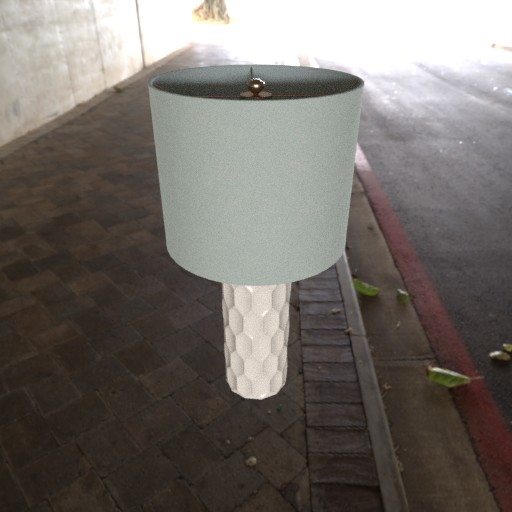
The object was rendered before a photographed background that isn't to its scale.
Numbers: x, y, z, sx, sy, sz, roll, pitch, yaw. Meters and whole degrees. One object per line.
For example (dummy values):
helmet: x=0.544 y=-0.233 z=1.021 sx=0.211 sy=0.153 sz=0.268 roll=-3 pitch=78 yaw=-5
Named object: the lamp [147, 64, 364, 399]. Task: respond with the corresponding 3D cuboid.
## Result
lamp: x=0.000 y=0.000 z=0.712 sx=0.277 sy=0.534 sz=0.277 roll=20 pitch=36 yaw=30
